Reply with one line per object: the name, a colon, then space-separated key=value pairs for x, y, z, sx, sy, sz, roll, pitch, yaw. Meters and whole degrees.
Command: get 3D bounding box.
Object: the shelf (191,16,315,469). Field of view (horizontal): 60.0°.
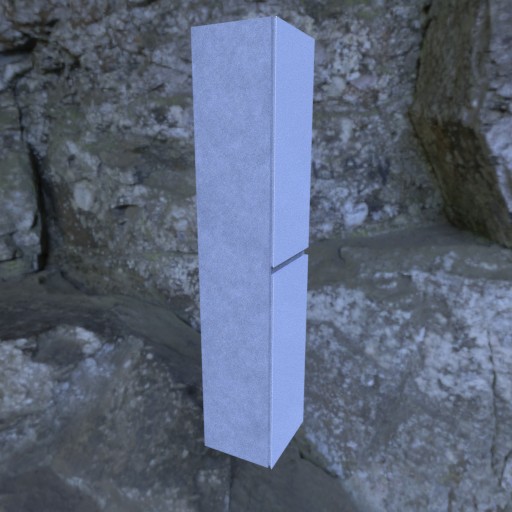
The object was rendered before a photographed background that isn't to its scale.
shelf: x=0.000 y=0.000 z=1.524 sx=0.270 sy=1.400 sz=0.300 roll=7 pitch=16 yaw=26
